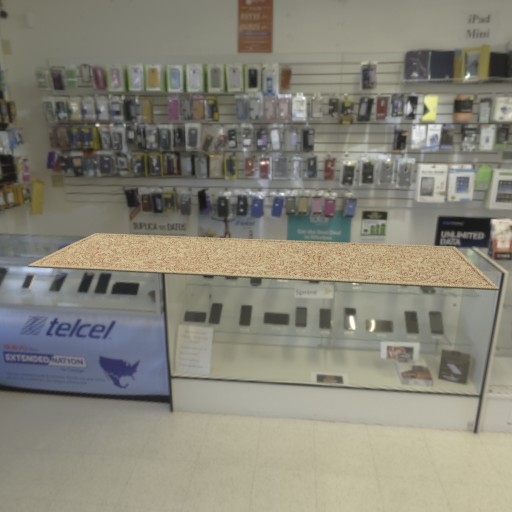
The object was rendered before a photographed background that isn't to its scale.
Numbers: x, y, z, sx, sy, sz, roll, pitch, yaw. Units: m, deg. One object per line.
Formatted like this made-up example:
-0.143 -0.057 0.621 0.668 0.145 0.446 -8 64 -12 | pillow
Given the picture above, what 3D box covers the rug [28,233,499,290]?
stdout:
0.000 0.000 2.631 2.448 0.012 0.769 2 17 8 | rug
